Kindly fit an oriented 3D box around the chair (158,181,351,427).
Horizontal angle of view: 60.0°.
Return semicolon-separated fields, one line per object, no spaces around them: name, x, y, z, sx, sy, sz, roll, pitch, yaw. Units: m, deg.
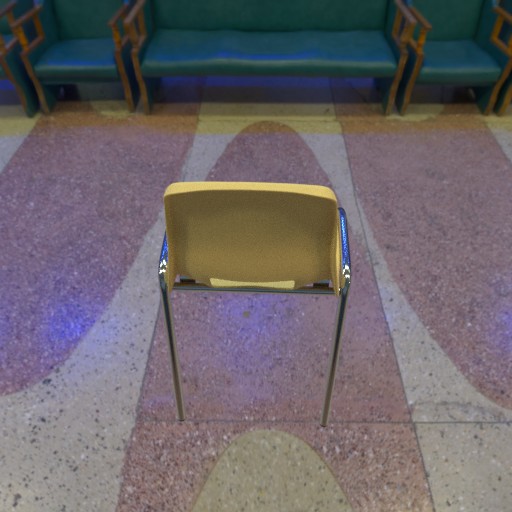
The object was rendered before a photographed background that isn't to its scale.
chair;0.000;0.000;0.933;0.381;0.704;0.436;2;47;2
